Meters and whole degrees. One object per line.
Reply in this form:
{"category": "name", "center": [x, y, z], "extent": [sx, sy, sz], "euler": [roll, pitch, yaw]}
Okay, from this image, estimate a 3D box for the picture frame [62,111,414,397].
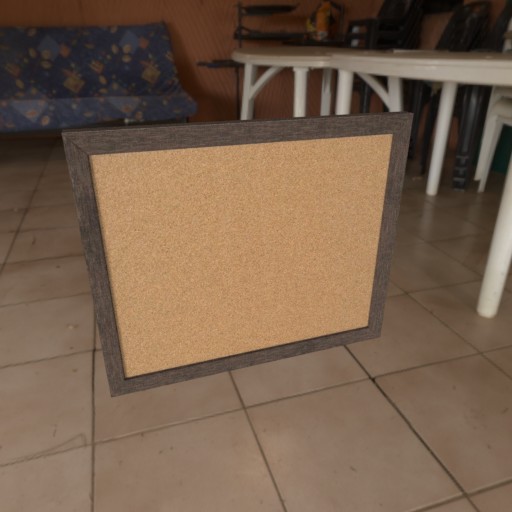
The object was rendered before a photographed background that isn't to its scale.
{"category": "picture frame", "center": [0.000, 0.000, 0.769], "extent": [0.546, 0.455, 0.026], "euler": [-8, 27, -17]}
